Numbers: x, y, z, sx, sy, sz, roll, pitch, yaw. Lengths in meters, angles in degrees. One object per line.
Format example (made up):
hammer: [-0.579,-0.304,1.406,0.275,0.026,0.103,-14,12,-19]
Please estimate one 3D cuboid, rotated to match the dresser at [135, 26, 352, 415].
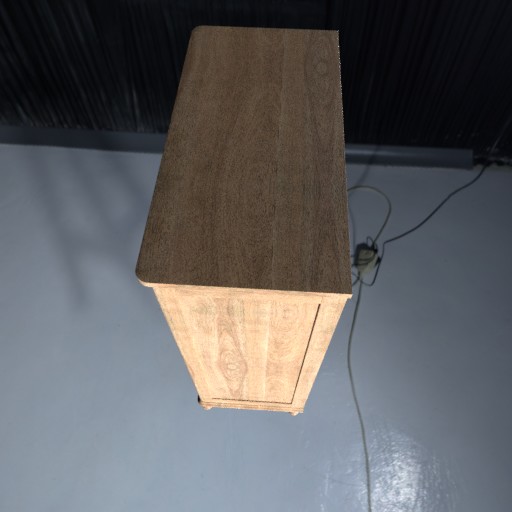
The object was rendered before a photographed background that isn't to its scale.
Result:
dresser: [0.000,0.000,1.782,0.484,1.318,0.973,3,59,2]
